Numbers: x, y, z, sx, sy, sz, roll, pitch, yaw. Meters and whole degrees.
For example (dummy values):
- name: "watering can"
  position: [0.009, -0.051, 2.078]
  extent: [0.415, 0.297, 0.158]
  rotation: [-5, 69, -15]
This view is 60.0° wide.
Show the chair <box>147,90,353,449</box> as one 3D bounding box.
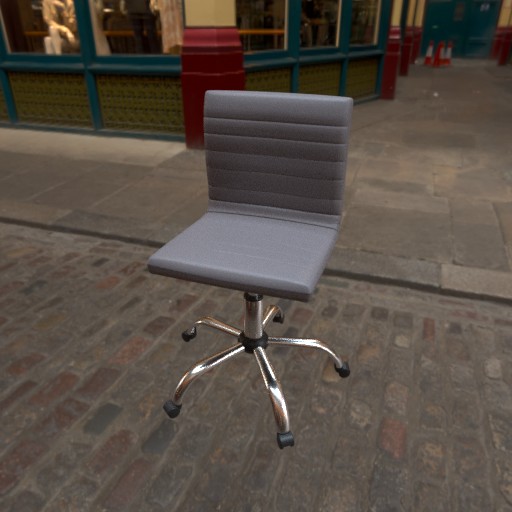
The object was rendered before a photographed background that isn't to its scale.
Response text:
- name: "chair"
  position: [0.000, 0.000, 1.173]
  extent: [0.556, 0.780, 0.530]
  rotation: [9, 30, 17]
